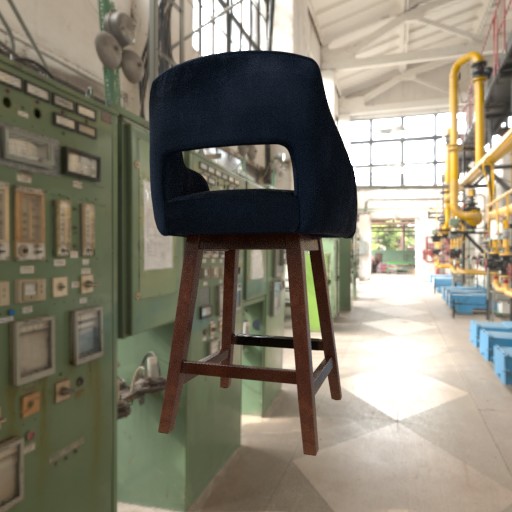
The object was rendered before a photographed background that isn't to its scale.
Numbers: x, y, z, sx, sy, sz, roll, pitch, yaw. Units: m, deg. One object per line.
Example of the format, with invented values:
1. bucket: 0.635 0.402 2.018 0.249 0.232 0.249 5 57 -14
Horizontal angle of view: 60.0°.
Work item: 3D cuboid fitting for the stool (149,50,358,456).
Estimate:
1. stool: 0.000 0.000 1.278 0.550 0.940 0.560 0 1 19
